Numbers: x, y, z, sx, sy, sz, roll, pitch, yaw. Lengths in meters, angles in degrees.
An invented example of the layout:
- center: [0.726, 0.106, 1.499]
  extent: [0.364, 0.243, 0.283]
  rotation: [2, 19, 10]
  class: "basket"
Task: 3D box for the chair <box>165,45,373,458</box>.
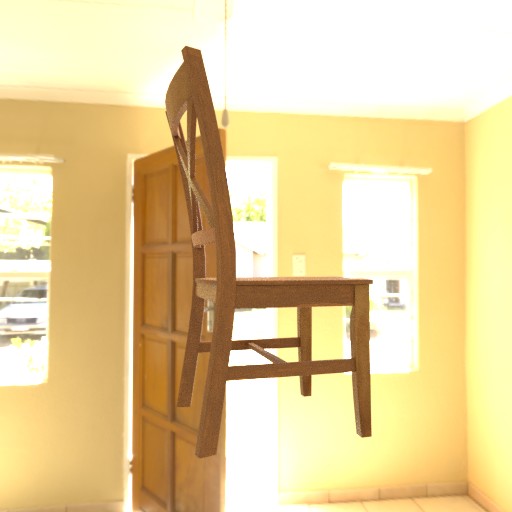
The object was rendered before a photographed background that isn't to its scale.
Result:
- center: [0.000, 0.000, 1.340]
  extent: [0.542, 0.983, 0.485]
  rotation: [1, -2, -17]
  class: "chair"
